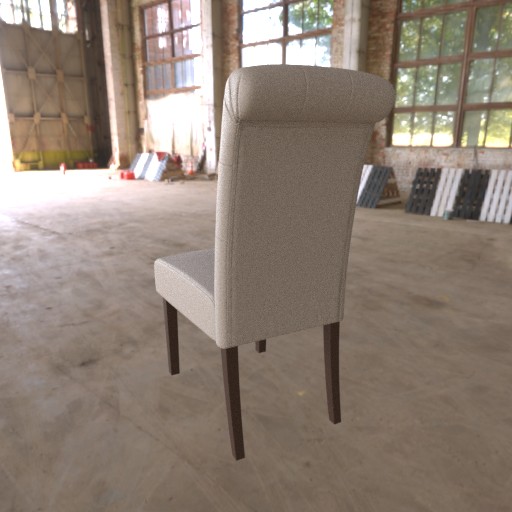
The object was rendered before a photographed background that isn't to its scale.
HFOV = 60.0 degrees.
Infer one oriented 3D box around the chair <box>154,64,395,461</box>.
[{"bbox_3d":[0.000,0.000,1.351,0.456,1.006,0.671,-8,17,-27],"label":"chair"}]
